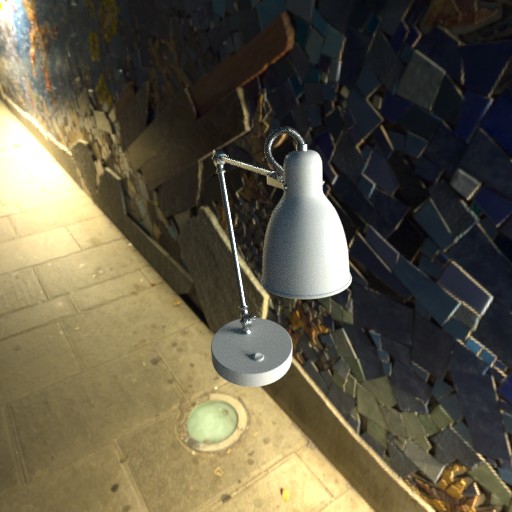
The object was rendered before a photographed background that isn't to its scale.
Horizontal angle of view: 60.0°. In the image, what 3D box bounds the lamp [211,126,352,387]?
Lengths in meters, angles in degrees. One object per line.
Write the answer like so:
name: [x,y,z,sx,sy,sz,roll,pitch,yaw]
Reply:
lamp: [0.000,0.000,0.858,0.187,0.587,0.561,-10,33,-16]
